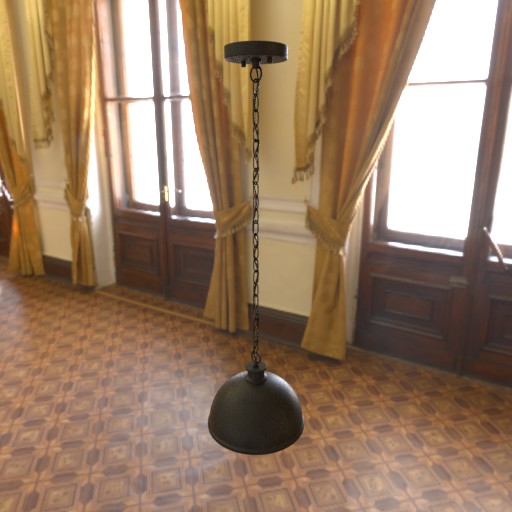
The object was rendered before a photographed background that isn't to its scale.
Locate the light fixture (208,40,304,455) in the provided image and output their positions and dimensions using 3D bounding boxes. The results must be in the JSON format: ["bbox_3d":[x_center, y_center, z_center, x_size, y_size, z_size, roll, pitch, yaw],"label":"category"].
[{"bbox_3d":[0.000,0.000,1.259,0.304,1.090,0.304,15,21,43],"label":"light fixture"}]
